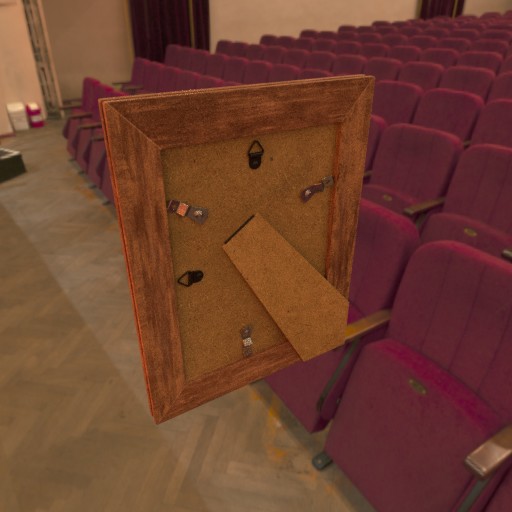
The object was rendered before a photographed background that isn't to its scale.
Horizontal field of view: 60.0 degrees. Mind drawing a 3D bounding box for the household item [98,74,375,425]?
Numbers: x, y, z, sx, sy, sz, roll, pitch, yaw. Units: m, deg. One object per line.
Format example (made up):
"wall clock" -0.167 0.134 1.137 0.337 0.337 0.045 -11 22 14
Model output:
"household item" 0.000 0.000 0.327 0.186 0.237 0.018 -17 33 -27
